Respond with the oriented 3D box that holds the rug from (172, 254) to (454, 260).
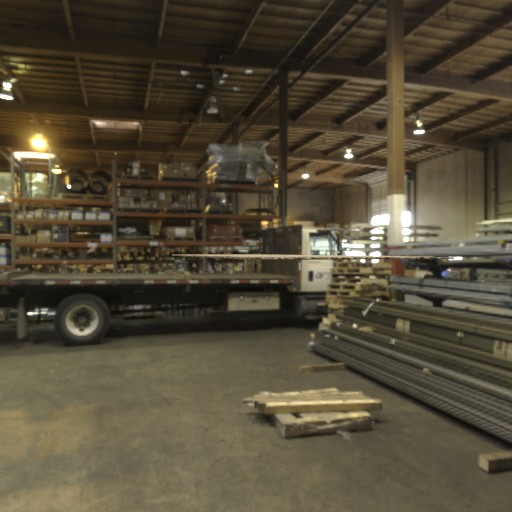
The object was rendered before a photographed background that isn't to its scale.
[{"bbox_3d":[0.000,0.000,2.842,0.762,0.011,2.664,0,0,-18],"label":"rug"}]
